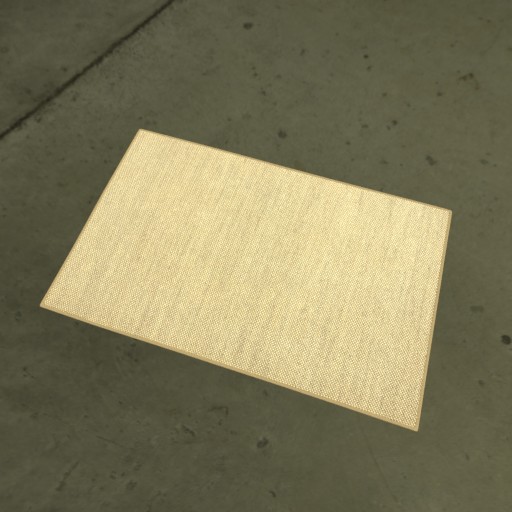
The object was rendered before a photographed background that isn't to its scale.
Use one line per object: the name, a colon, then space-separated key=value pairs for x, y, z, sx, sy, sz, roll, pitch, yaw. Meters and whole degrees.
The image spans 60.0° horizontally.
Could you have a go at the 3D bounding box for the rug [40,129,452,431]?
rug: x=0.000 y=0.000 z=2.055 sx=1.667 sy=0.013 sz=1.062 roll=16 pitch=65 yaw=8
